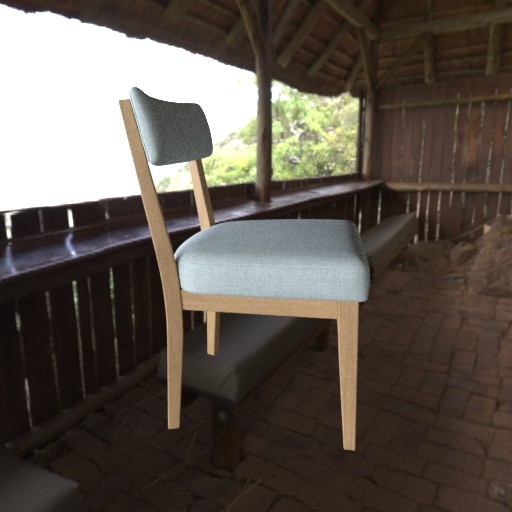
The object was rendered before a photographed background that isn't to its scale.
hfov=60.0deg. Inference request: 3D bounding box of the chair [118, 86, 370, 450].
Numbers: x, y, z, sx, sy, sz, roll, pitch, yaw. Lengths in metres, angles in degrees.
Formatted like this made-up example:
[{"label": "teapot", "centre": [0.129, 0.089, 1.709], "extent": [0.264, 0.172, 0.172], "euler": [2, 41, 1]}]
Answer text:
[{"label": "chair", "centre": [0.000, 0.000, 1.211], "extent": [0.572, 0.832, 0.508], "euler": [2, 15, 9]}]
